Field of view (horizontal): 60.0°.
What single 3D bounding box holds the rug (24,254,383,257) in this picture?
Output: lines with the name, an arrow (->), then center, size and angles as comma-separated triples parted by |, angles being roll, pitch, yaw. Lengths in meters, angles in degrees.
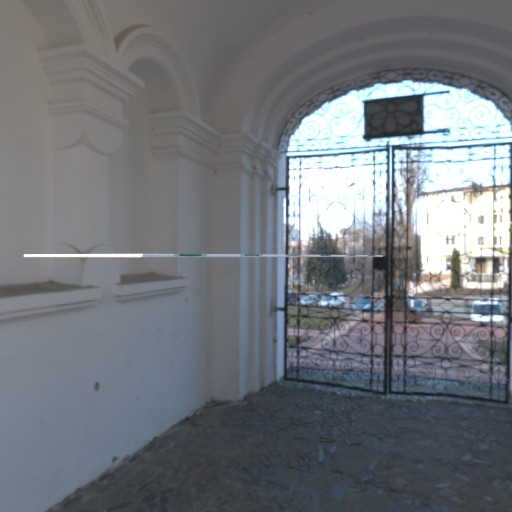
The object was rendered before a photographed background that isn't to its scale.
rug -> 0.000, 0.000, 2.705 | 0.768, 0.012, 2.438 | 0, 0, 35
